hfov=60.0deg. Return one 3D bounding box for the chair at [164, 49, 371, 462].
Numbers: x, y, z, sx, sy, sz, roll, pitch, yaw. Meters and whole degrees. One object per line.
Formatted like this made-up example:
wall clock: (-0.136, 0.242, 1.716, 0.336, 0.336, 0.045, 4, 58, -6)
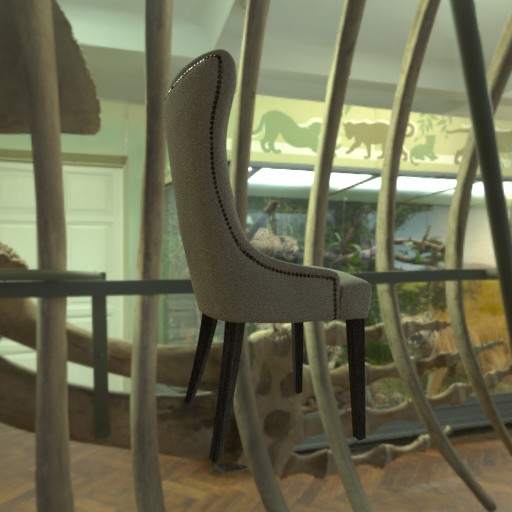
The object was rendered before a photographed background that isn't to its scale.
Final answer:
chair: (0.000, 0.000, 1.440, 0.590, 1.065, 0.584, 0, -1, -17)
